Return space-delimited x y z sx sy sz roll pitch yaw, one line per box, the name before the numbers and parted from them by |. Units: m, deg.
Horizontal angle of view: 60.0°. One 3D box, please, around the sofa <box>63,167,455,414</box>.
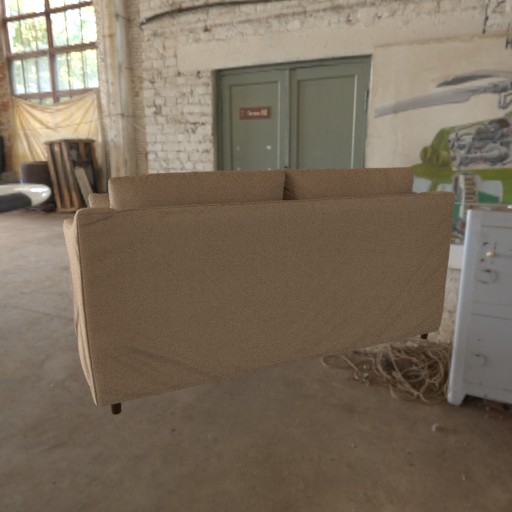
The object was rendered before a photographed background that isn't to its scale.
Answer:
sofa | 0.000 0.000 2.584 2.010 1.018 1.072 -6 14 -25
